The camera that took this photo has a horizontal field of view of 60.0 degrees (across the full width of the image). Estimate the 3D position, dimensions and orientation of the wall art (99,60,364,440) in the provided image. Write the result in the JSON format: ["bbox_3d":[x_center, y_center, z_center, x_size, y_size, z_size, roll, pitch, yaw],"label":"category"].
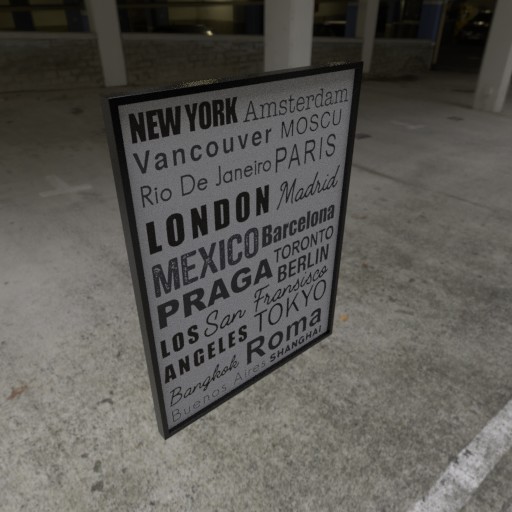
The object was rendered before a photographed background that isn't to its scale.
[{"bbox_3d":[0.000,0.000,1.367,0.788,1.046,0.043,-23,38,-33],"label":"wall art"}]
